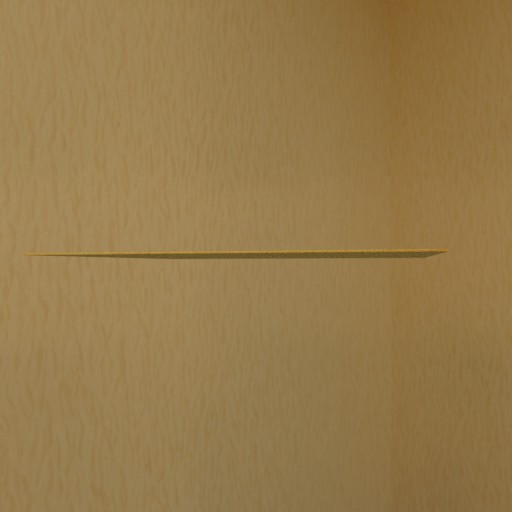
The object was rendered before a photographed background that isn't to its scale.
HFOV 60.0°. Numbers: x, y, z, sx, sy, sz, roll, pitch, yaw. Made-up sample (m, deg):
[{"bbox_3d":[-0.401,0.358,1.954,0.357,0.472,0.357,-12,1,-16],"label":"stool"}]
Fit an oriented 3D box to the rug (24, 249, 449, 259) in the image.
[{"bbox_3d":[0.000,0.000,4.362,3.242,0.015,2.486,0,-1,18],"label":"rug"}]
